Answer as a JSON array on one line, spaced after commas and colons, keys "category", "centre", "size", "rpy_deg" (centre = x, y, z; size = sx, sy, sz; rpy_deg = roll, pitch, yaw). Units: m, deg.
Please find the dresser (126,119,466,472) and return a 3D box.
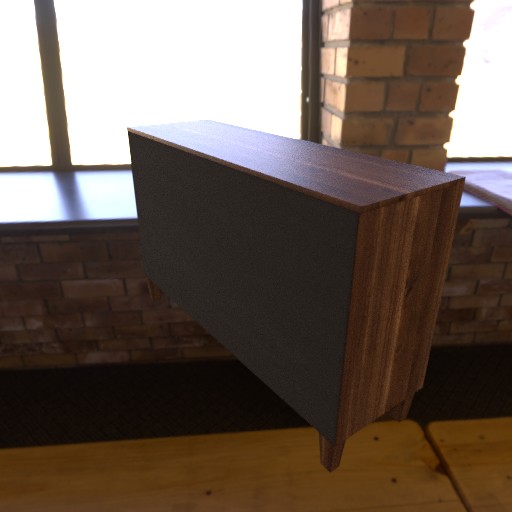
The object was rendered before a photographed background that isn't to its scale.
[{"category": "dresser", "centre": [0.000, 0.000, 1.811], "size": [0.438, 0.892, 1.387], "rpy_deg": [-17, 30, -33]}]
